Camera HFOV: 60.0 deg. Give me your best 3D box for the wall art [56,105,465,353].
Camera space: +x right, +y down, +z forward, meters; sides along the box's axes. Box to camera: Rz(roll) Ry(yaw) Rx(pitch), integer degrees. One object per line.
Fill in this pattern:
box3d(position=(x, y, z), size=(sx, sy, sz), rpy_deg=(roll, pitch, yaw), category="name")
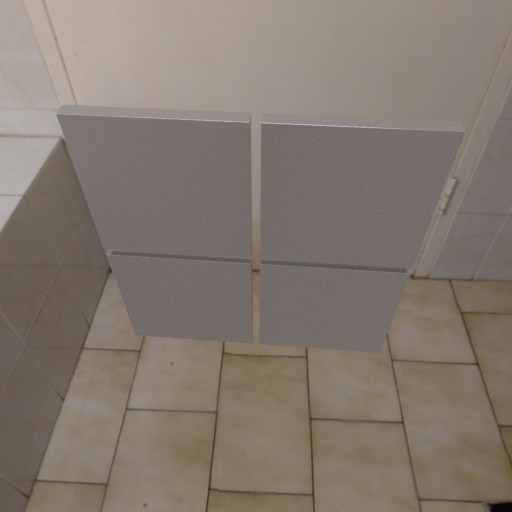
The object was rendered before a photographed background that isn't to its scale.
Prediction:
box3d(position=(0.000, 0.000, 0.892), size=(0.611, 0.611, 0.029), rpy_deg=(3, 47, 3), category="wall art")
